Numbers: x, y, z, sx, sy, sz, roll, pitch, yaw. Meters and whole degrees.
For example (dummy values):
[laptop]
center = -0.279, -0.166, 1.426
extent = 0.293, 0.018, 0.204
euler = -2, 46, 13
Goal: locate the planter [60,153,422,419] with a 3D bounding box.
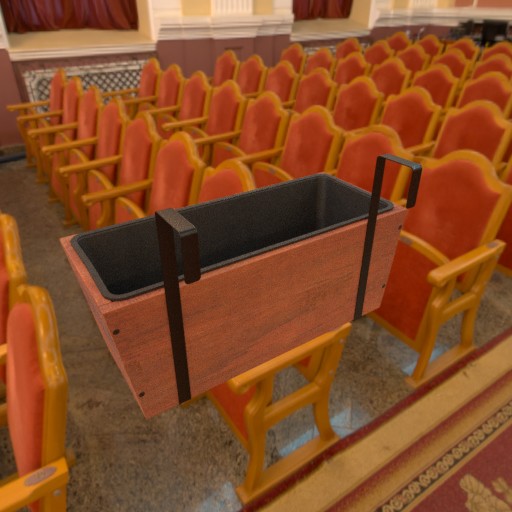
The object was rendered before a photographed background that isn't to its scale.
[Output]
[planter]
center = 0.000, 0.000, 0.654
extent = 0.480, 0.289, 0.262
euler = -19, 36, -28
